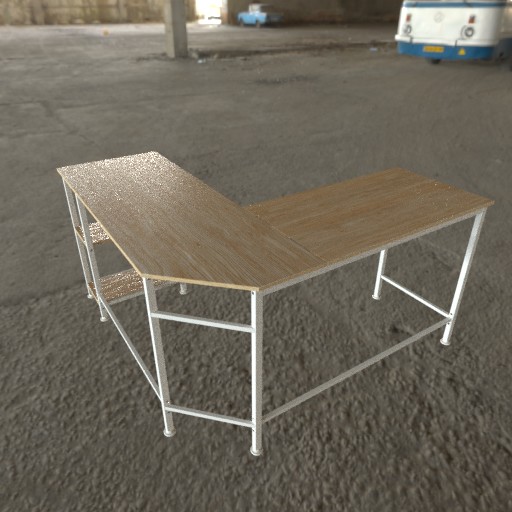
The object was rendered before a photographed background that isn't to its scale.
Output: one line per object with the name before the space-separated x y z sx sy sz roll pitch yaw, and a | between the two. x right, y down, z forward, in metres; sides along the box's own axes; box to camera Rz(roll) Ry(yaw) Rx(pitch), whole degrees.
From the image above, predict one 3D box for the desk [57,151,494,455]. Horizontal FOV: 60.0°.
desk | 0.000 0.000 2.131 1.379 0.739 1.379 -18 35 -28
